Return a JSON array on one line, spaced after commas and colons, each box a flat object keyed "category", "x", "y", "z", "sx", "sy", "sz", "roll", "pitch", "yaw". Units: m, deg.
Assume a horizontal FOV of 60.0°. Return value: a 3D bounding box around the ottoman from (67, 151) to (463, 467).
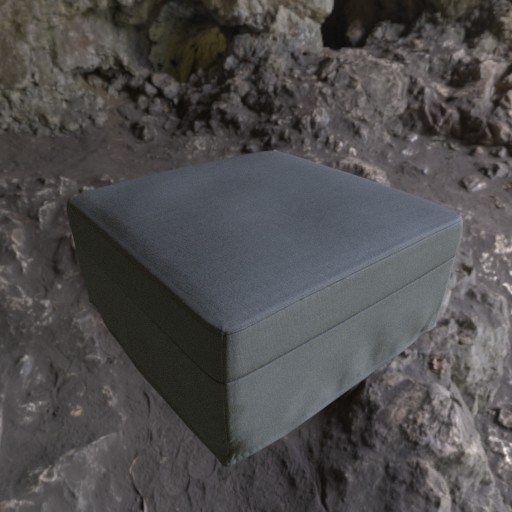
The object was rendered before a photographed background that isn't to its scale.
[{"category": "ottoman", "x": 0.000, "y": 0.000, "z": 1.342, "sx": 0.842, "sy": 0.441, "sz": 0.843, "roll": -21, "pitch": 35, "yaw": -33}]
